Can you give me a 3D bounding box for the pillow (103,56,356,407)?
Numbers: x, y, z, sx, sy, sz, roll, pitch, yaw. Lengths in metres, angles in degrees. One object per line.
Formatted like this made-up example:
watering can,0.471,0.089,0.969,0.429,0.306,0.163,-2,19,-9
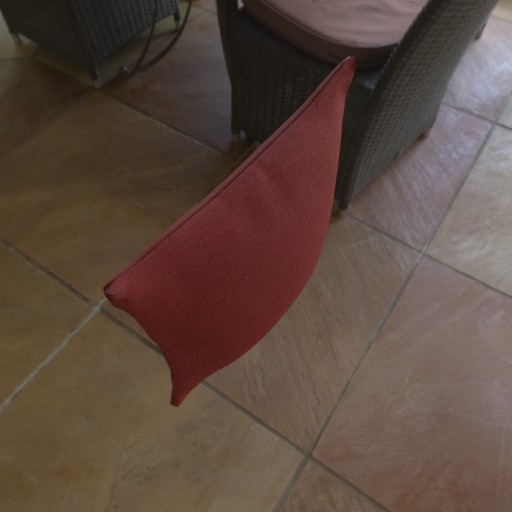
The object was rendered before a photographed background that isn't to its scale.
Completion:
pillow,0.000,0.000,0.653,0.151,0.416,0.435,33,63,19
